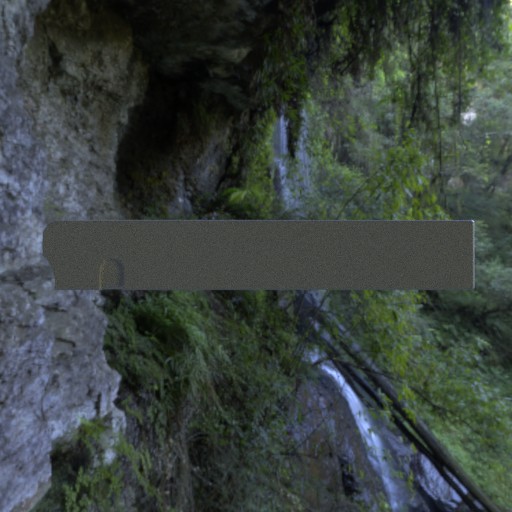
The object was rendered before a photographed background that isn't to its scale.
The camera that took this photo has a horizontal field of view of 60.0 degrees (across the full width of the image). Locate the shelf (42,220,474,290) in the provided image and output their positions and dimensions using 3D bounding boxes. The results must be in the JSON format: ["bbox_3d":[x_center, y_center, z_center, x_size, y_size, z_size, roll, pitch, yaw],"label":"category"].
[{"bbox_3d":[0.000,0.000,0.470,0.310,0.050,0.310,0,0,-1],"label":"shelf"}]
